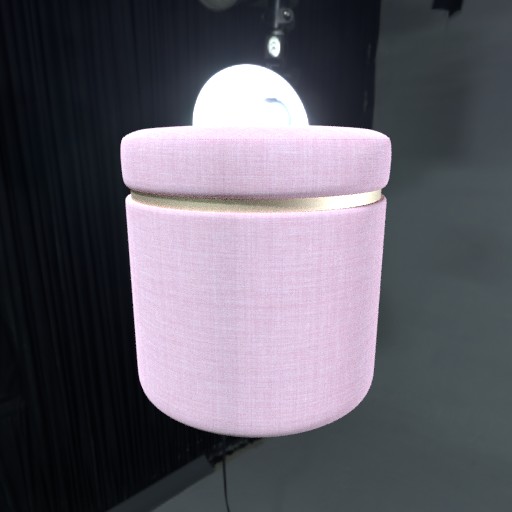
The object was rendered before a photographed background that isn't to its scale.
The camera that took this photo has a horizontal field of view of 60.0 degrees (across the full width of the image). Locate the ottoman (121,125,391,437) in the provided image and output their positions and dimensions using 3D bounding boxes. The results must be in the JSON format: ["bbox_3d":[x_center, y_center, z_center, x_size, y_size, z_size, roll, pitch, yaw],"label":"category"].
[{"bbox_3d":[0.000,0.000,0.725,0.400,0.406,0.400,0,15,0],"label":"ottoman"}]
